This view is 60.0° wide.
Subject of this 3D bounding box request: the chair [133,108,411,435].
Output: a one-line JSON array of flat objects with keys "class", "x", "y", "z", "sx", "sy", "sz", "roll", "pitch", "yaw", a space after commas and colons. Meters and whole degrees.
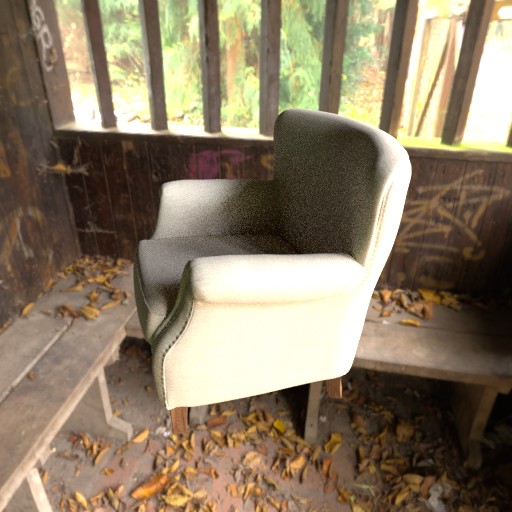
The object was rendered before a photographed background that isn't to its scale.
[{"class": "chair", "x": 0.000, "y": 0.000, "z": 1.682, "sx": 0.921, "sy": 0.936, "sz": 0.861, "roll": -9, "pitch": 30, "yaw": -15}]
